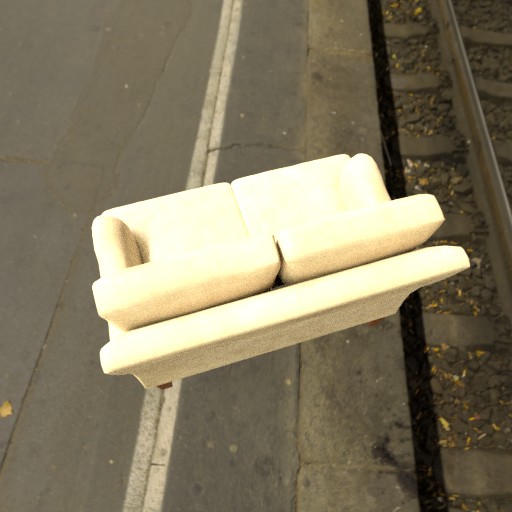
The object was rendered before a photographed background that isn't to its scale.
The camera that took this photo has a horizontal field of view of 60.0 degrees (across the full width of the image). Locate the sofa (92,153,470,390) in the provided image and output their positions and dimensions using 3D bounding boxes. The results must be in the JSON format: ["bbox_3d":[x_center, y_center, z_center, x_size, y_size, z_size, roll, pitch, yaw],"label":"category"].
[{"bbox_3d":[0.000,0.000,2.258,1.498,1.087,1.086,-15,60,-9],"label":"sofa"}]
